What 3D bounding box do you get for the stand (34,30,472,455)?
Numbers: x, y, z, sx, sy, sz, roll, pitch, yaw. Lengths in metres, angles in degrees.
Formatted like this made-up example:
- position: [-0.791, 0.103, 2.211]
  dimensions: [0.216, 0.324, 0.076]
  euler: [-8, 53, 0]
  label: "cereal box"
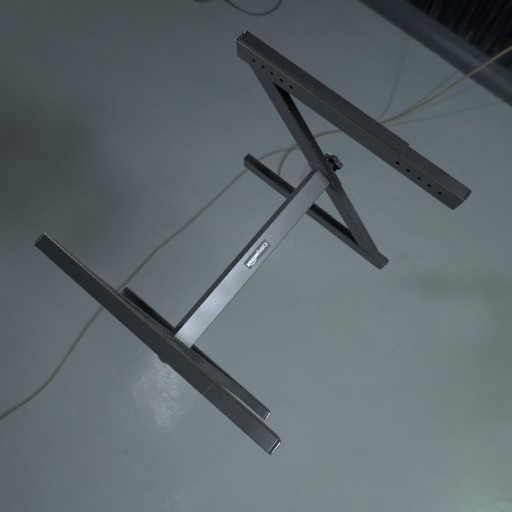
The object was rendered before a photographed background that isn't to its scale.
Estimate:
- position: [0.000, 0.000, 1.144]
  dimensions: [0.586, 0.617, 0.700]
  euler: [39, 79, 9]
  label: "stand"
